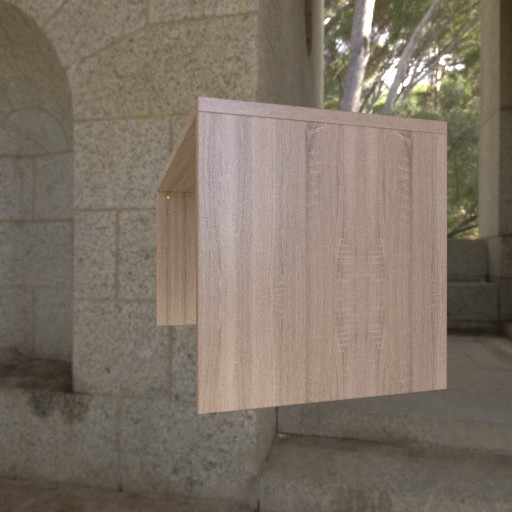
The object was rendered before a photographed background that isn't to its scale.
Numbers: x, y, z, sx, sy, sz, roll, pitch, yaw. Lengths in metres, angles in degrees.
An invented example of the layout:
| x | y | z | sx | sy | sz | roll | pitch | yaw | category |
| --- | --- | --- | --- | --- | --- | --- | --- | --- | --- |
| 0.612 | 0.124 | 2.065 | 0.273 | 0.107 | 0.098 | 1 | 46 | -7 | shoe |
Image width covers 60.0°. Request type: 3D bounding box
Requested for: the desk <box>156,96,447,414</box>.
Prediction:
| x | y | z | sx | sy | sz | roll | pitch | yaw | category |
| --- | --- | --- | --- | --- | --- | --- | --- | --- | --- |
| 0.000 | 0.000 | 1.787 | 0.690 | 0.745 | 1.380 | 0 | 0 | -17 | desk |
